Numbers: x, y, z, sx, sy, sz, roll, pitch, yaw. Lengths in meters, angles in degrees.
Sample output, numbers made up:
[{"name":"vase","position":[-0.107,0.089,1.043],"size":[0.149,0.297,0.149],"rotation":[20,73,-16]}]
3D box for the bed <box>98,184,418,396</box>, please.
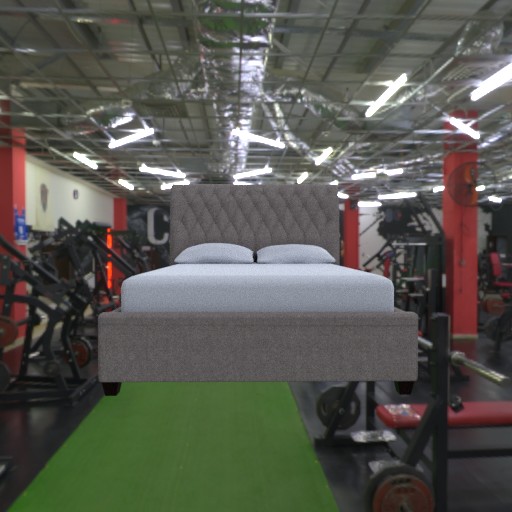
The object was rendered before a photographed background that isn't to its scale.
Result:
[{"name":"bed","position":[0.000,0.000,3.361],"size":[1.645,1.371,2.252],"rotation":[0,1,-1]}]
